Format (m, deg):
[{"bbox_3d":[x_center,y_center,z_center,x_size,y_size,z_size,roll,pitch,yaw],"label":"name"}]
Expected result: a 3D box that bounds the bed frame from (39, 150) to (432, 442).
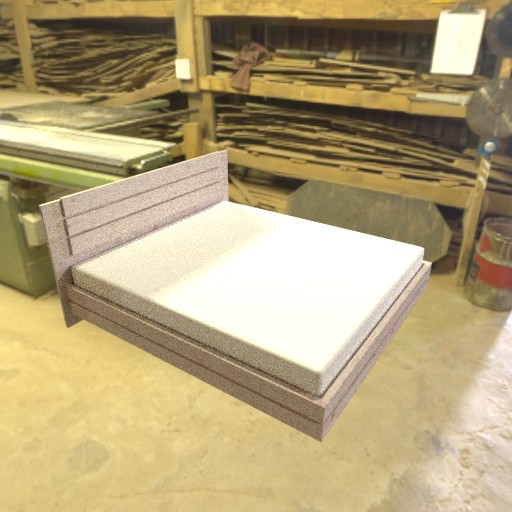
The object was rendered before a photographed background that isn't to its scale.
[{"bbox_3d":[0.000,0.000,3.269,2.080,0.970,1.950,17,31,31],"label":"bed frame"}]
